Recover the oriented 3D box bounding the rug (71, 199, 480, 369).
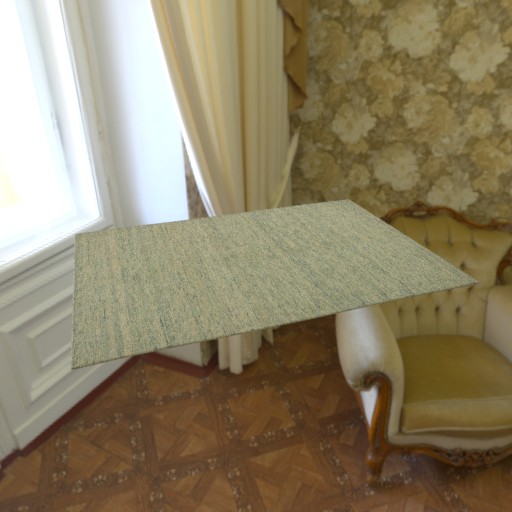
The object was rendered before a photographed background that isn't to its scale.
[{"bbox_3d":[0.000,0.000,2.950,2.283,0.013,1.547,-9,28,-17],"label":"rug"}]
